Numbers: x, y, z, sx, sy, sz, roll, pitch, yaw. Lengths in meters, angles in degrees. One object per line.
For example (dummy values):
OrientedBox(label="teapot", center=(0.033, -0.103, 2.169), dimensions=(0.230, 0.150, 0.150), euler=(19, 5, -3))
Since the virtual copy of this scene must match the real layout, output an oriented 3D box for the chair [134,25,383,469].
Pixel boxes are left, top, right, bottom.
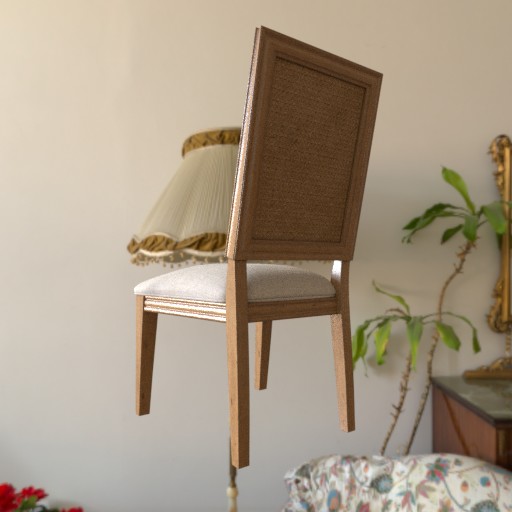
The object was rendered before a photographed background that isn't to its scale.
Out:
OrientedBox(label="chair", center=(0.000, 0.000, 1.307), dimensions=(0.536, 0.988, 0.601), euler=(1, -1, -36))
